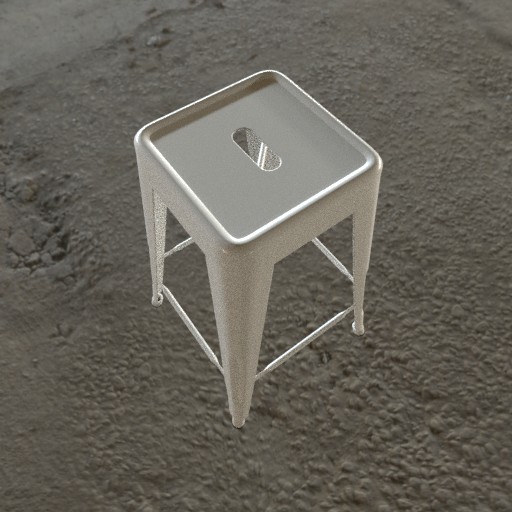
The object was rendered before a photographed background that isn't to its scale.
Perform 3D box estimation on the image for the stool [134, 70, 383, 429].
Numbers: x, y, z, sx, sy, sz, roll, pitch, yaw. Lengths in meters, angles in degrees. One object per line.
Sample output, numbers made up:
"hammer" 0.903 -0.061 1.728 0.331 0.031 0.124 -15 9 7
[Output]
"stool" 0.000 0.000 0.901 0.406 0.610 0.406 -32 64 -18
